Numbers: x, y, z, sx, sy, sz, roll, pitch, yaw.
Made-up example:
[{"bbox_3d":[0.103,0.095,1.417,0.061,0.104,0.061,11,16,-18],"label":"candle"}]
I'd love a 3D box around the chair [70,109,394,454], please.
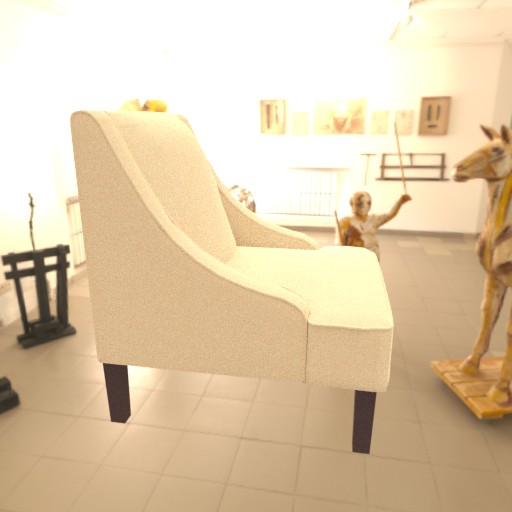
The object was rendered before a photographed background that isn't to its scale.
[{"bbox_3d":[0.000,0.000,1.425,0.806,0.886,0.689,3,17,10],"label":"chair"}]
